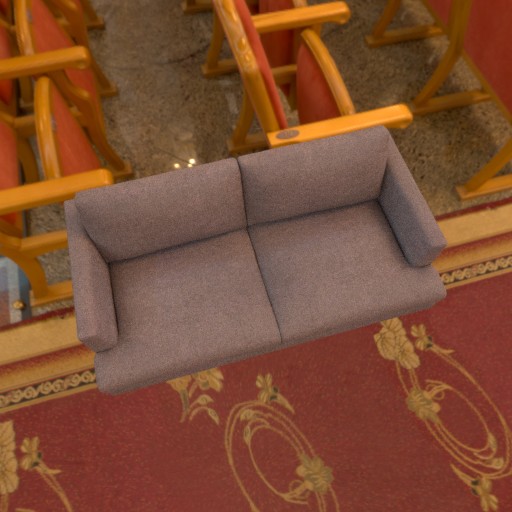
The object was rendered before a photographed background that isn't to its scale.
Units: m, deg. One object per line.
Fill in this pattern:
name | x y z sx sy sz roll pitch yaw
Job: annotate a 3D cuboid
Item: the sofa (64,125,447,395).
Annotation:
sofa | 0.000 0.000 2.542 1.948 0.868 1.020 -14 65 -7
